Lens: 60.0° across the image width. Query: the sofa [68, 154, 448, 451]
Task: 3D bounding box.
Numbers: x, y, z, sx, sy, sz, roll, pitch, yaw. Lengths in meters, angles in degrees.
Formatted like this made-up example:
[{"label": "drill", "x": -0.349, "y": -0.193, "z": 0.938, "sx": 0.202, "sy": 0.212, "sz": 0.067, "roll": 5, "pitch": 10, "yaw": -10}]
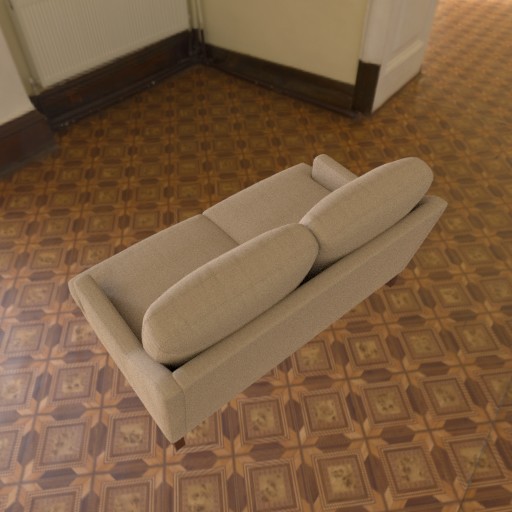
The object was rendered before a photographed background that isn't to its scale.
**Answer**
[{"label": "sofa", "x": 0.000, "y": 0.000, "z": 2.224, "sx": 1.619, "sy": 0.910, "sz": 1.004, "roll": -31, "pitch": 54, "yaw": -26}]
